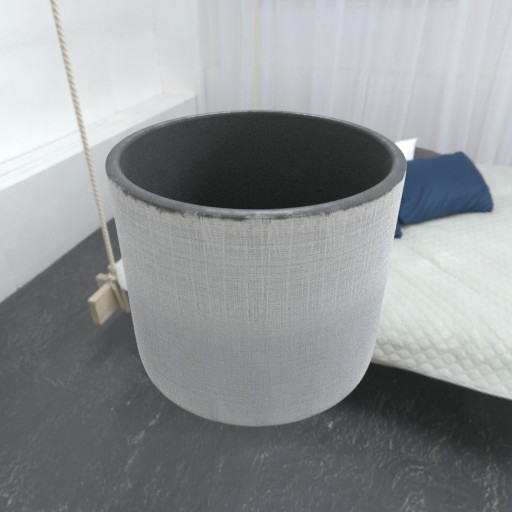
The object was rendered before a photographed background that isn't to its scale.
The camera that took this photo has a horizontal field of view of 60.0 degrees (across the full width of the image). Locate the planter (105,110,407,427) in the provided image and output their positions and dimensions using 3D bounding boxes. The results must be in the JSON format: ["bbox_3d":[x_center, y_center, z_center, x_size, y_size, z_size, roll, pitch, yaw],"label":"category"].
[{"bbox_3d":[0.000,0.000,0.439,0.254,0.221,0.254,0,33,0],"label":"planter"}]
